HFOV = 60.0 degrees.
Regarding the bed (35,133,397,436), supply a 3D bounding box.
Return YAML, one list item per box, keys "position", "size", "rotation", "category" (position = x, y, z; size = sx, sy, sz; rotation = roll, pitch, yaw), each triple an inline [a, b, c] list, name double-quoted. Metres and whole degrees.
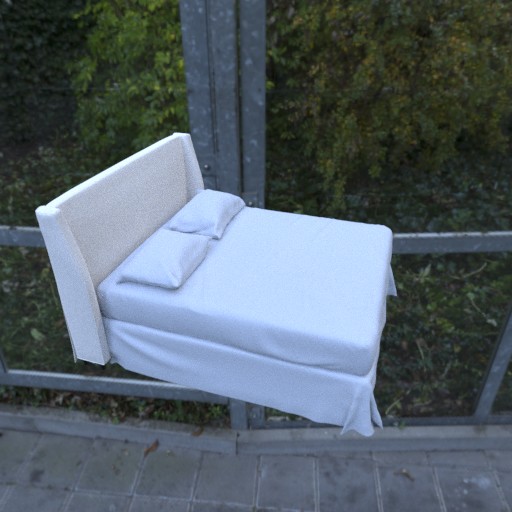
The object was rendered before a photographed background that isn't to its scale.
- position: [0.000, 0.000, 3.521]
  size: [2.276, 1.332, 1.925]
  rotation: [10, 32, 16]
  category: "bed"
